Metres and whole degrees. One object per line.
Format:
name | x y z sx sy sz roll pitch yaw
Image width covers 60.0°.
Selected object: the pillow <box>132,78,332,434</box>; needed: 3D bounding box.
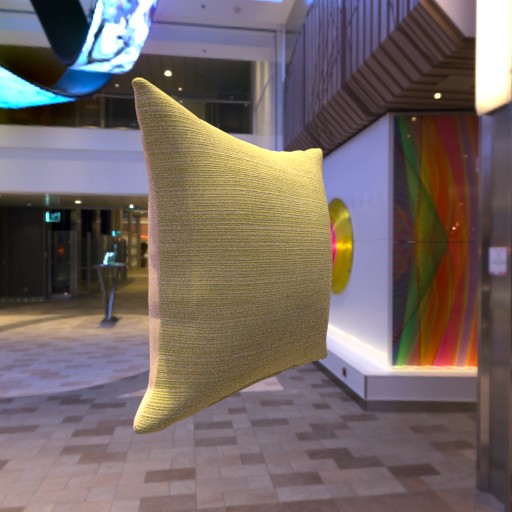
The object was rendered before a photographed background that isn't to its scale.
pillow | 0.000 0.000 0.815 0.229 0.487 0.560 0 1 35
